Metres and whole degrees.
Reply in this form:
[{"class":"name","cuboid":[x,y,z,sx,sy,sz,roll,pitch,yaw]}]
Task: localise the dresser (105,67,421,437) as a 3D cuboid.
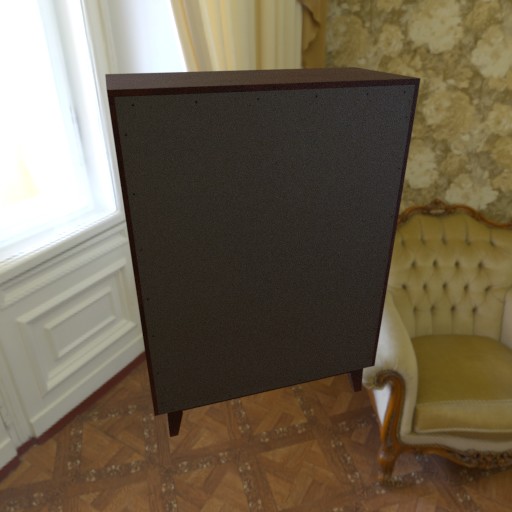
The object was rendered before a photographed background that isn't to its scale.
[{"class":"dresser","cuboid":[0.000,0.000,2.002,1.072,1.514,0.506,-8,29,-15]}]
